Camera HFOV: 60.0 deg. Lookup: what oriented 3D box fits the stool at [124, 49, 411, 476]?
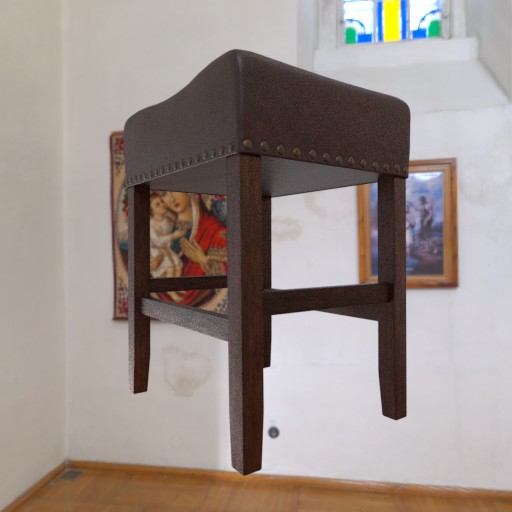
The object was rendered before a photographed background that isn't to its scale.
[{"bbox_3d":[0.000,0.000,0.910,0.397,0.608,0.465,-1,1,-36],"label":"stool"}]
